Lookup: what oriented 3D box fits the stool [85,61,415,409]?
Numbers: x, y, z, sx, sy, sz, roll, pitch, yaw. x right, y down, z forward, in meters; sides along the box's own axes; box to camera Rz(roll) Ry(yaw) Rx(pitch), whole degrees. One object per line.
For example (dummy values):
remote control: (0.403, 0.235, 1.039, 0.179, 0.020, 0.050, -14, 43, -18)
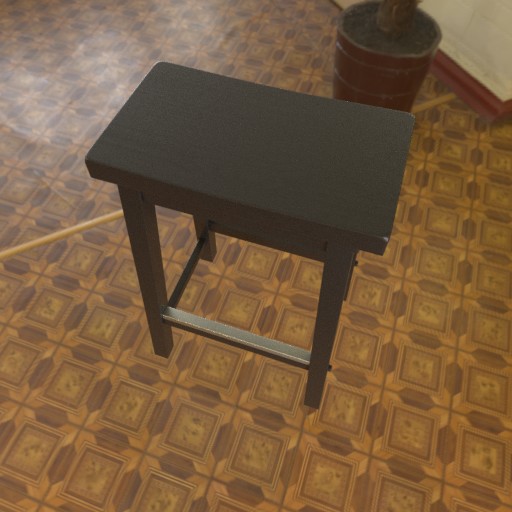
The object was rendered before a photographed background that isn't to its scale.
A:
stool: (0.000, 0.000, 0.861, 0.406, 0.610, 0.322, 16, 59, 10)
